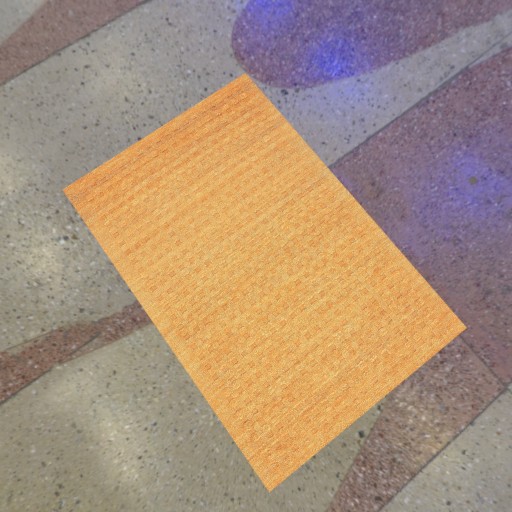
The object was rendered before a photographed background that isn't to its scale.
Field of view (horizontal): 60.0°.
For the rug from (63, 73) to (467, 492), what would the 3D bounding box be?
[{"bbox_3d":[0.000,0.000,2.845,1.524,0.006,2.285,-36,78,-9],"label":"rug"}]
